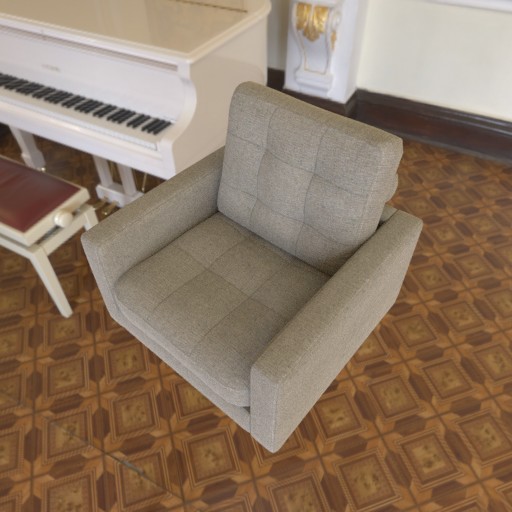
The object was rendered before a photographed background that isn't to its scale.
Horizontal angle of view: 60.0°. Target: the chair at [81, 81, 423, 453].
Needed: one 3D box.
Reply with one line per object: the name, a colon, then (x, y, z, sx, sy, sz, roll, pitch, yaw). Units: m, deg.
chair: (0.000, 0.000, 1.526, 0.821, 0.880, 0.843, 31, 54, 27)
